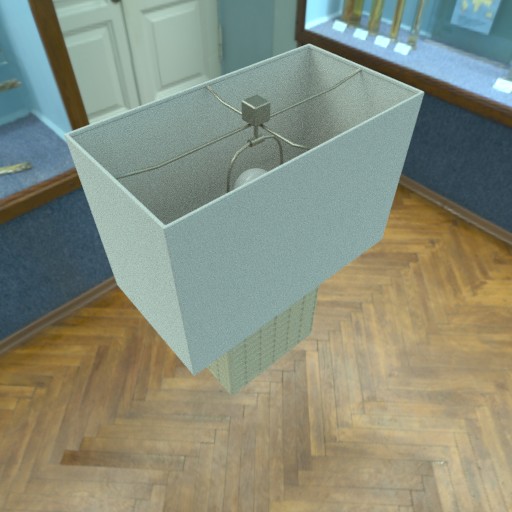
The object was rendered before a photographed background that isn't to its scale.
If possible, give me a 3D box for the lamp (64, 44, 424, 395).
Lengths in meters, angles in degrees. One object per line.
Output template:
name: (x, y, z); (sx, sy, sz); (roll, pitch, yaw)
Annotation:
lamp: (0.000, 0.000, 0.692); (0.380, 0.515, 0.200); (-32, 54, -27)
